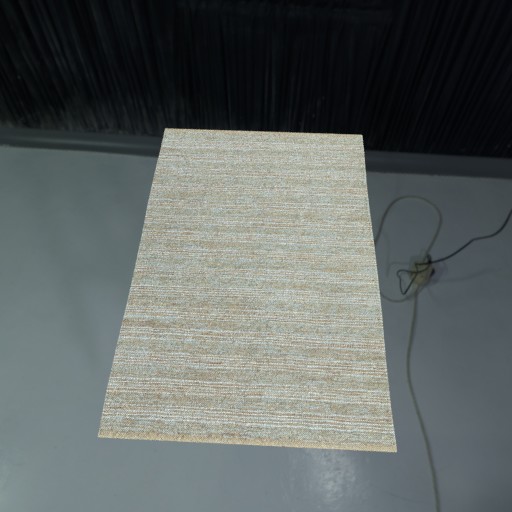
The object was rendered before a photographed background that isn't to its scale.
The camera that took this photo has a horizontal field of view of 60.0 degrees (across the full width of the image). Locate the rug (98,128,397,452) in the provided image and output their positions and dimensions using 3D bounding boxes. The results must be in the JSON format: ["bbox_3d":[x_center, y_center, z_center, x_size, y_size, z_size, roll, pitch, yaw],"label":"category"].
[{"bbox_3d":[0.000,0.000,2.301,1.240,0.010,1.824,2,59,1],"label":"rug"}]
